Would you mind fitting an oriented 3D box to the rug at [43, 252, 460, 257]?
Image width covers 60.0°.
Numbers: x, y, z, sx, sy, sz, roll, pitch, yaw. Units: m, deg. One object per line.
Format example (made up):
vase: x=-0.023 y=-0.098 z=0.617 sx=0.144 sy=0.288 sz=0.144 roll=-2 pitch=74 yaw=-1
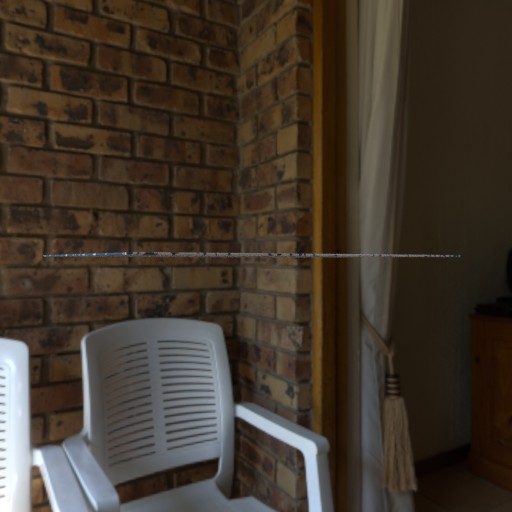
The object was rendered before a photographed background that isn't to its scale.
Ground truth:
rug: x=0.000 y=0.000 z=2.332 sx=1.828 sy=0.007 sz=1.220 roll=0 pitch=-1 yaw=-36
